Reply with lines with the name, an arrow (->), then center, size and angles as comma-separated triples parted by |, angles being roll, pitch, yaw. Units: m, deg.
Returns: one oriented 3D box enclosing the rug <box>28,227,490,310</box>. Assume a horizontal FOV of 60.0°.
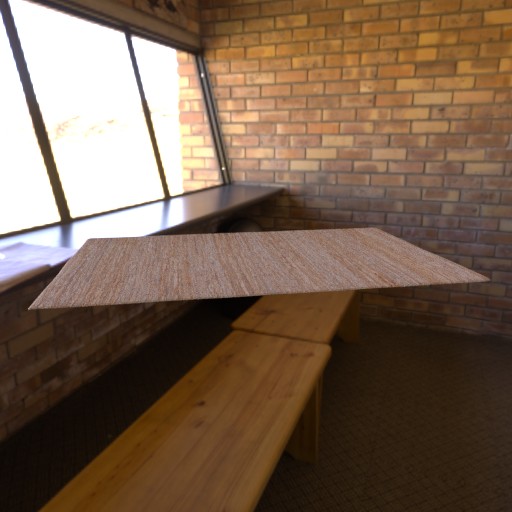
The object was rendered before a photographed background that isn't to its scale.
rug -> 0.000, 0.000, 3.002 | 2.446, 0.009, 1.529 | -3, 15, -10
